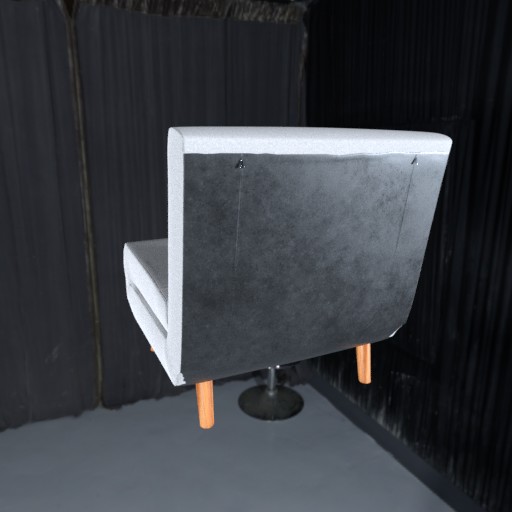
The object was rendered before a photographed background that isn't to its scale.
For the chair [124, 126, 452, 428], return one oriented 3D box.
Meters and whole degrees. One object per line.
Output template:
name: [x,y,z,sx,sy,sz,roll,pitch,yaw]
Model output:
chair: [0.000,0.000,1.502,0.770,0.808,0.902,-6,15,-25]
